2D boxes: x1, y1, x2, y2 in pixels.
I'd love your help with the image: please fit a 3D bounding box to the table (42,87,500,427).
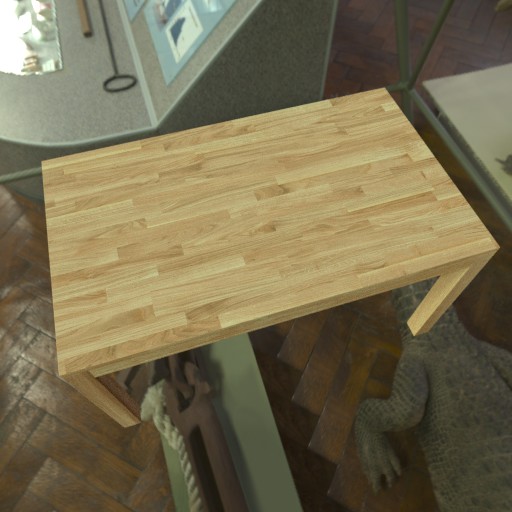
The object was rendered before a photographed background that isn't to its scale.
[{"bbox_3d":[0.000,0.000,1.977,1.500,0.770,0.900,-15,59,-9],"label":"table"}]
